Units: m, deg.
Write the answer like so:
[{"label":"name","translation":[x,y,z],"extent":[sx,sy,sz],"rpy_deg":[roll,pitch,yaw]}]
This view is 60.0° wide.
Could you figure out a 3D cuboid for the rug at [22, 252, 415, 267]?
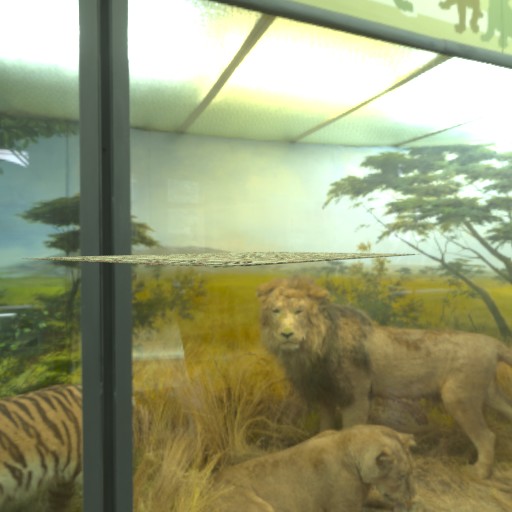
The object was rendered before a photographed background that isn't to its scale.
[{"label":"rug","translation":[0.000,0.000,3.026],"extent":[1.524,0.008,2.438],"rpy_deg":[1,2,37]}]
